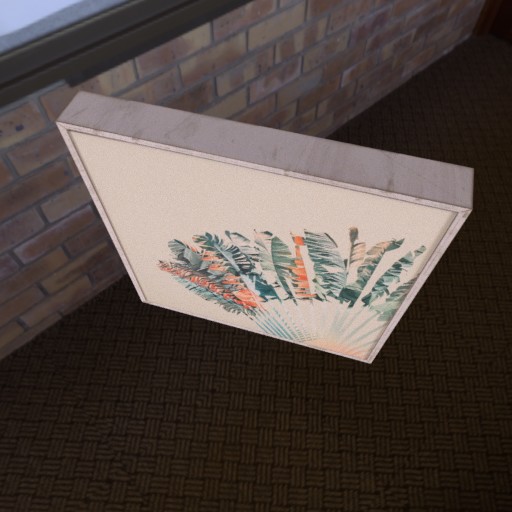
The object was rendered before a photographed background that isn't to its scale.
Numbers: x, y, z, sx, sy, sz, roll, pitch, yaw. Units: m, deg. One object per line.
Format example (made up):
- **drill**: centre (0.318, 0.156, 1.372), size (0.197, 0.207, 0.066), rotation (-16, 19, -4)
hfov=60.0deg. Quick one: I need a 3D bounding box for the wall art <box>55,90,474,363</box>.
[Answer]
- **wall art**: centre (0.000, 0.000, 0.449), size (0.305, 0.303, 0.038), rotation (14, 59, 9)
